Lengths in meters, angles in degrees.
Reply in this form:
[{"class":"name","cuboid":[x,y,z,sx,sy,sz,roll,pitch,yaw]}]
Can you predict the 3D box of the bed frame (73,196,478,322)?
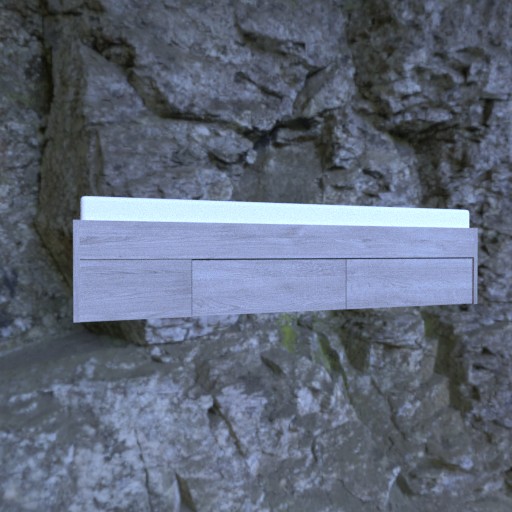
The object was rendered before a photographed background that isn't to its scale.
[{"class":"bed frame","cuboid":[0.000,0.000,2.685,1.944,0.490,1.448,0,1,-18]}]
